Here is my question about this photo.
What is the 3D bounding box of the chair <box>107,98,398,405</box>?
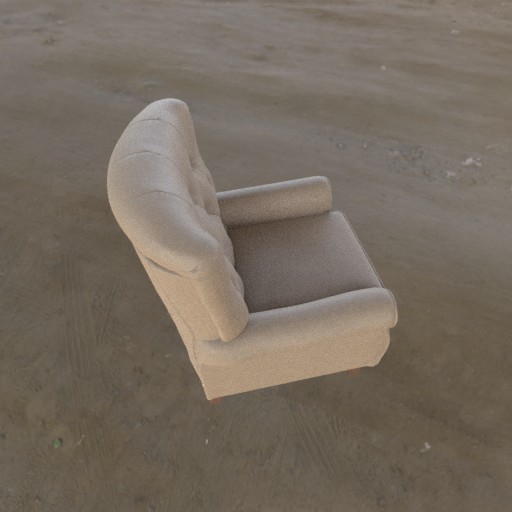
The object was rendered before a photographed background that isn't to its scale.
[{"bbox_3d":[0.000,0.000,1.943,1.041,1.138,0.999,-9,47,-9],"label":"chair"}]
